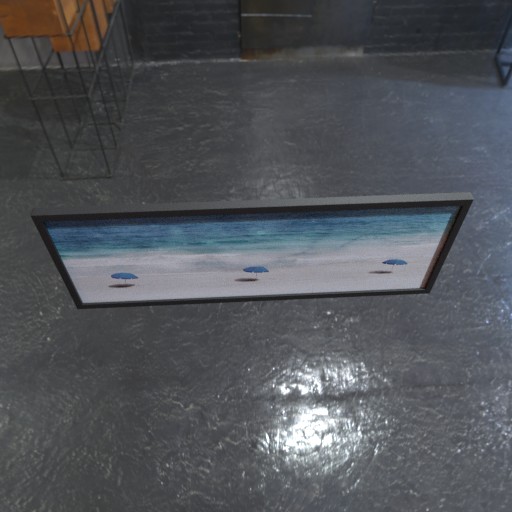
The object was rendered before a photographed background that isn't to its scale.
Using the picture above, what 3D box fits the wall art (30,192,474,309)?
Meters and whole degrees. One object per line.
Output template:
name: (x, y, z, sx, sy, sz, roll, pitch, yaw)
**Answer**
wall art: (0.000, 0.000, 1.785, 1.572, 0.554, 0.041, -2, 47, -2)
